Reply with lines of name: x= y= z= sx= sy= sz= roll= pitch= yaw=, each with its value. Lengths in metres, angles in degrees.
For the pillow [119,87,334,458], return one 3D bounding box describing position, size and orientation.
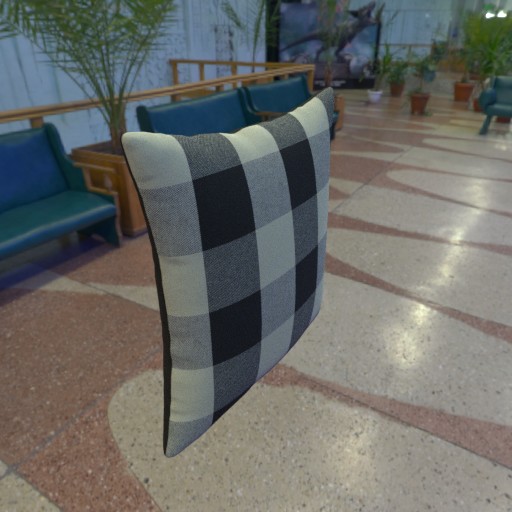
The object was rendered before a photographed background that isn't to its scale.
pillow: x=0.000 y=0.000 z=0.773 sx=0.161 sy=0.509 sz=0.511 roll=17 pitch=32 yaw=30
